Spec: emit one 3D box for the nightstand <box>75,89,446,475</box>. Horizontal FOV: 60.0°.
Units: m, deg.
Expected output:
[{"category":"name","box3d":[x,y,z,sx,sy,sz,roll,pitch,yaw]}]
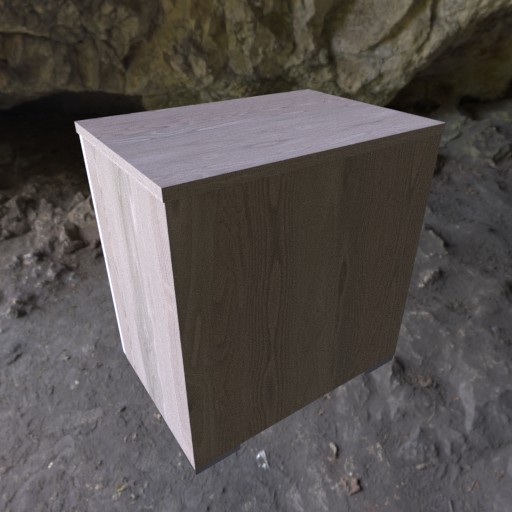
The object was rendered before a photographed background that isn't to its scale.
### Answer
[{"category":"nightstand","box3d":[0.000,0.000,0.767,0.442,0.461,0.325,-19,36,-29]}]
